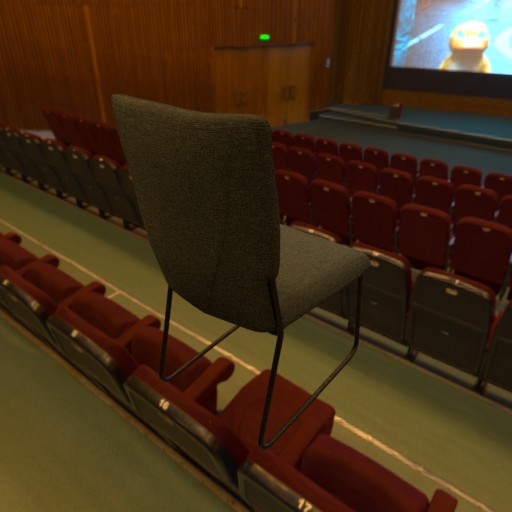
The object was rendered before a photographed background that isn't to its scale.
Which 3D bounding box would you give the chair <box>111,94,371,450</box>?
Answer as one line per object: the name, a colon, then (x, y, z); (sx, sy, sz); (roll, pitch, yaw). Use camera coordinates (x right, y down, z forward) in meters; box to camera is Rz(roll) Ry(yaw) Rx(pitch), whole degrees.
chair: (0.000, 0.000, 1.290); (0.480, 0.931, 0.635); (22, 36, 33)
